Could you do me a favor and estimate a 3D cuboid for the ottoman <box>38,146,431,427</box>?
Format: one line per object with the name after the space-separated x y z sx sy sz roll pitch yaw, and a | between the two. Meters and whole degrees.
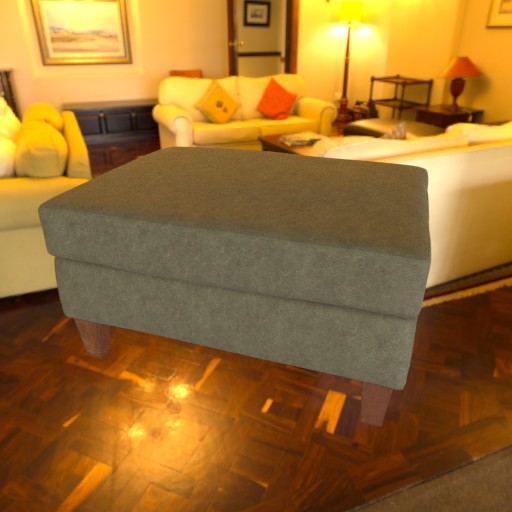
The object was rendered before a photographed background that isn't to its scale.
0.000 0.000 1.217 0.839 0.464 0.639 9 28 16 | ottoman
